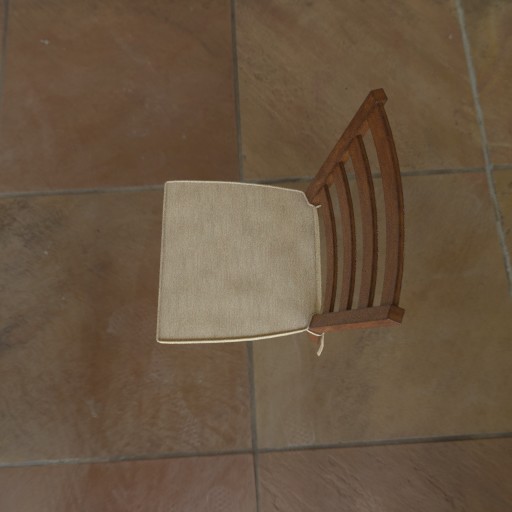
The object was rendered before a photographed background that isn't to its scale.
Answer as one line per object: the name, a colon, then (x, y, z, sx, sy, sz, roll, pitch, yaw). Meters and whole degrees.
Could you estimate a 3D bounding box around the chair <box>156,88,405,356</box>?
chair: (0.000, 0.000, 1.360, 0.595, 0.979, 0.593, 0, 76, 0)
